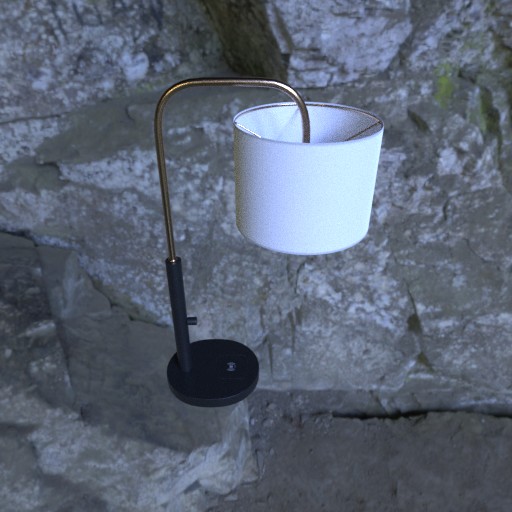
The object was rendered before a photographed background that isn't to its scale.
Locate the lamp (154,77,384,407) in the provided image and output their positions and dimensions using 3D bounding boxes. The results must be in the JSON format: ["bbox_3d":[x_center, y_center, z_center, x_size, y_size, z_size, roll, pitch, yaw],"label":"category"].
[{"bbox_3d":[0.000,0.000,0.709,0.337,0.540,0.199,0,32,0],"label":"lamp"}]
